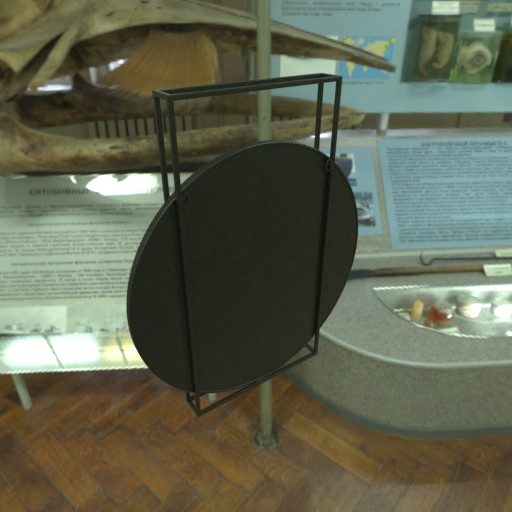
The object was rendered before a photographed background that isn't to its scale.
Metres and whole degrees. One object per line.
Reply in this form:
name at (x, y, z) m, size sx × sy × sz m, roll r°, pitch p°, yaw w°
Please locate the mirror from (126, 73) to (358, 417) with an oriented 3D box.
mirror at (0.000, 0.000, 0.819) m, size 0.508 × 0.603 × 0.051 m, roll -19°, pitch 35°, yaw -30°
